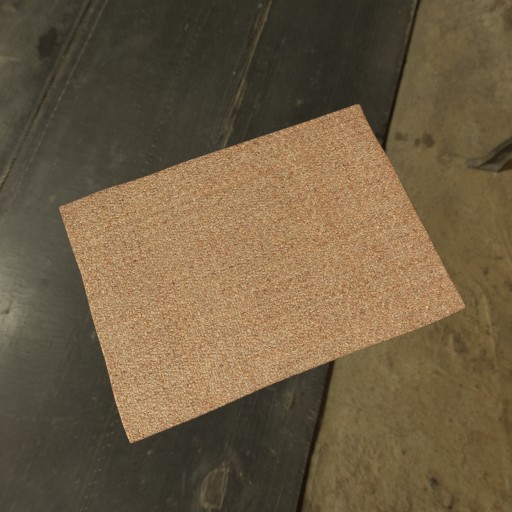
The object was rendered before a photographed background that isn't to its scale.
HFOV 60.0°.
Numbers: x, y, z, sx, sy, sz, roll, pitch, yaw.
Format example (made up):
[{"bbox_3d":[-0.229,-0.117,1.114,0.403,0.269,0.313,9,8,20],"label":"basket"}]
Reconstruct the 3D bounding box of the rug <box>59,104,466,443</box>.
[{"bbox_3d":[0.000,0.000,2.778,2.141,0.013,1.566,-21,76,-6],"label":"rug"}]
